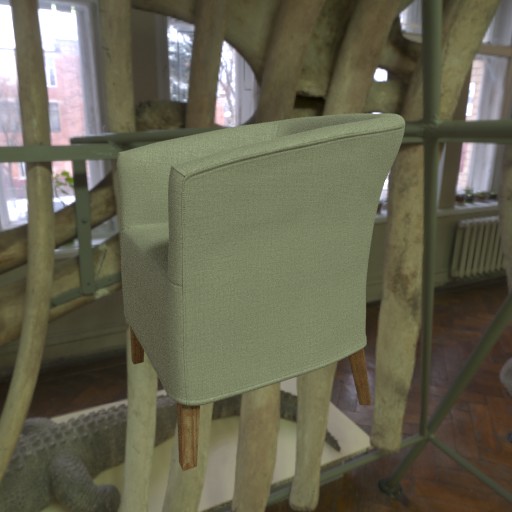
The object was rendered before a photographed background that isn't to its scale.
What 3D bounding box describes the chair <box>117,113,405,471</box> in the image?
[{"bbox_3d":[0.000,0.000,1.248,0.668,0.771,0.600,-8,18,-26],"label":"chair"}]
